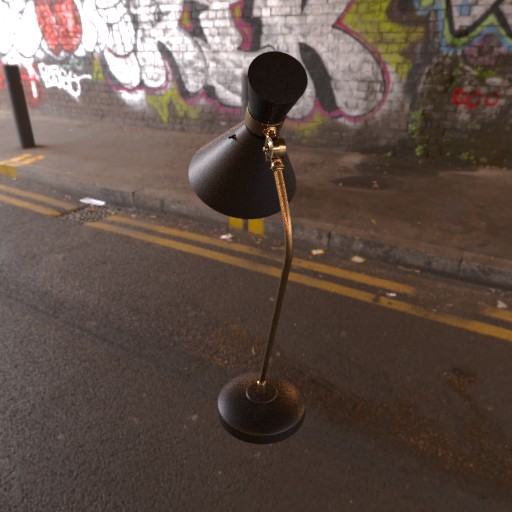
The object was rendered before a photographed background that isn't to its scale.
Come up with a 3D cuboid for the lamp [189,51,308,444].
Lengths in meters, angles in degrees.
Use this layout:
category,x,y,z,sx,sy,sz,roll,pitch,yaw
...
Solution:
category,x,y,z,sx,sy,sz,roll,pitch,yaw
lamp,0.000,0.000,0.769,0.189,0.647,0.292,-8,27,-17
